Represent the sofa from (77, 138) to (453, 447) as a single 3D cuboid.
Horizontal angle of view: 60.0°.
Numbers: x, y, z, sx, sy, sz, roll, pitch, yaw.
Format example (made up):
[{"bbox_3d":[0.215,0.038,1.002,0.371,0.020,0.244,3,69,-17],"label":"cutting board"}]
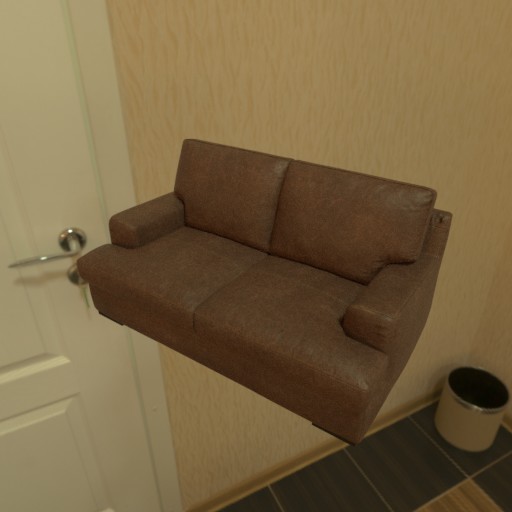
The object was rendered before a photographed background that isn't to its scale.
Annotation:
[{"bbox_3d":[0.000,0.000,2.547,1.880,0.939,1.143,19,36,28],"label":"sofa"}]
